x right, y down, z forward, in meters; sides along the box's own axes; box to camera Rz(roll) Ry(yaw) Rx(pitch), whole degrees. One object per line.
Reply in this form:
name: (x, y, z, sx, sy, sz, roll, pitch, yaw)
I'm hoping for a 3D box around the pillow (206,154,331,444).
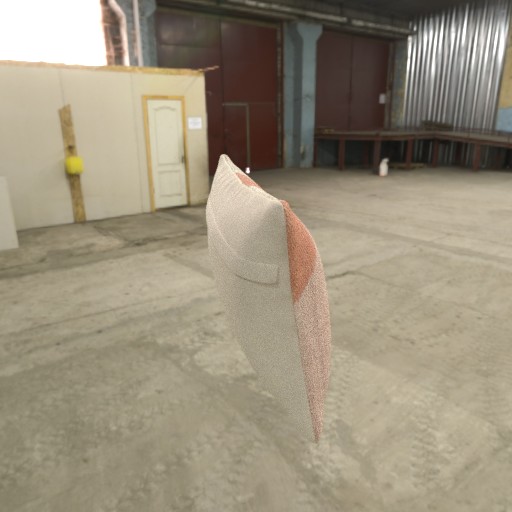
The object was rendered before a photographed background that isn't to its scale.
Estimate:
pillow: (0.000, 0.000, 0.734, 0.155, 0.292, 0.609, -3, 17, -9)
